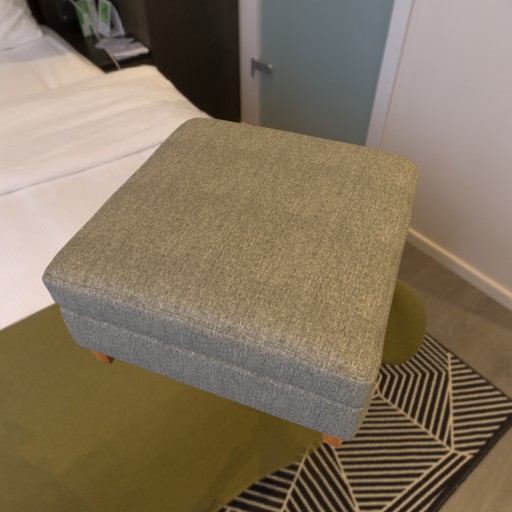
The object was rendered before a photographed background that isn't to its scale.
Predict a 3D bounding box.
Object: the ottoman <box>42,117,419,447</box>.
[{"bbox_3d":[0.000,0.000,1.363,0.838,0.481,0.838,15,48,14],"label":"ottoman"}]
